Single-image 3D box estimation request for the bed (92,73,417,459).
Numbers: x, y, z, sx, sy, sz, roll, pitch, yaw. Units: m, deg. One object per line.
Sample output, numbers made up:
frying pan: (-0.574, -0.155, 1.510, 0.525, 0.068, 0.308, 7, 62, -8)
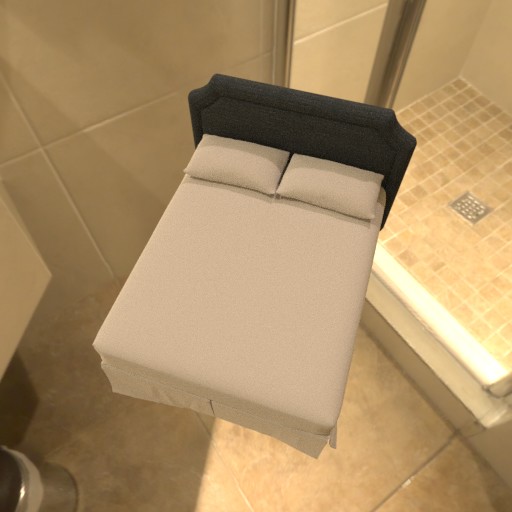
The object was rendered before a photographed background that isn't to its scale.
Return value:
bed: (0.000, 0.000, 3.240, 1.828, 1.297, 2.208, 15, 59, 10)
